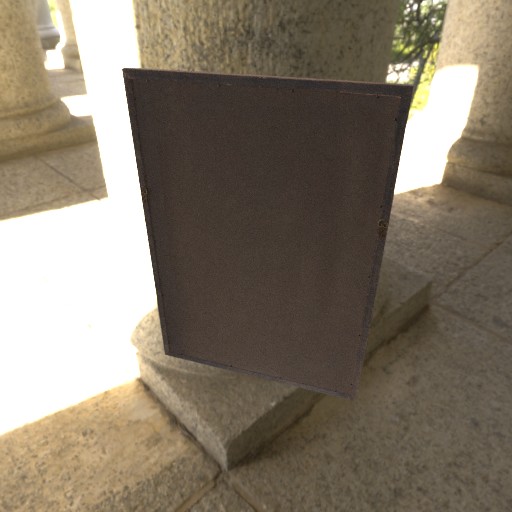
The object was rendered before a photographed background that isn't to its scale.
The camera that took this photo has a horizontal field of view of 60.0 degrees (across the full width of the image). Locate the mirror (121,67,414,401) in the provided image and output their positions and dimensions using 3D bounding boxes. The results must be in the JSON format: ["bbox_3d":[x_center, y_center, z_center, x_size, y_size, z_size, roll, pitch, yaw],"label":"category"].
[{"bbox_3d":[0.000,0.000,1.300,0.705,0.996,0.025,10,34,15],"label":"mirror"}]
